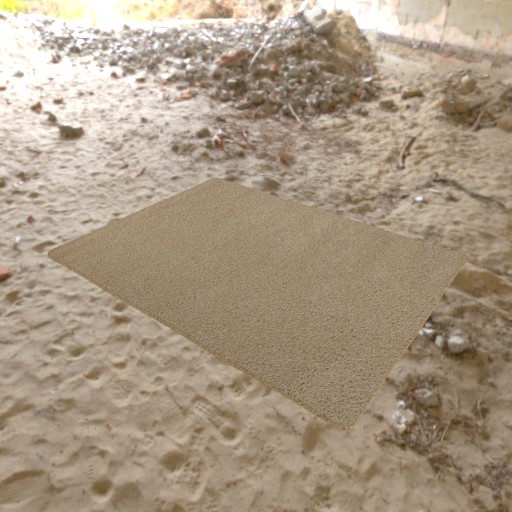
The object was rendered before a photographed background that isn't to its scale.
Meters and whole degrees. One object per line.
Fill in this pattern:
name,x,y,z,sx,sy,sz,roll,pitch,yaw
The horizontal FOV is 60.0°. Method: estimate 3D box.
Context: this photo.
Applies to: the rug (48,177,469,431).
rug,0.000,0.000,2.088,1.600,0.025,1.199,22,38,31
